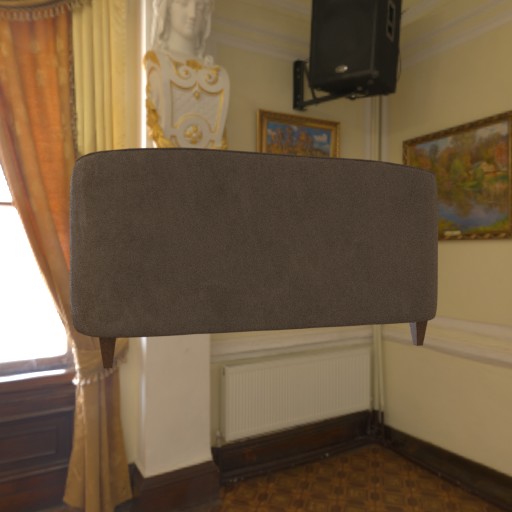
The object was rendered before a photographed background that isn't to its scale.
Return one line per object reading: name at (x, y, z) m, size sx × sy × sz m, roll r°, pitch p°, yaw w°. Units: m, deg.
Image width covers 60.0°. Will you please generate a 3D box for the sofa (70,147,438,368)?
sofa at (0.000, 0.000, 2.262) m, size 1.733 × 0.855 × 0.941 m, roll 0°, pitch 1°, yaw -17°
